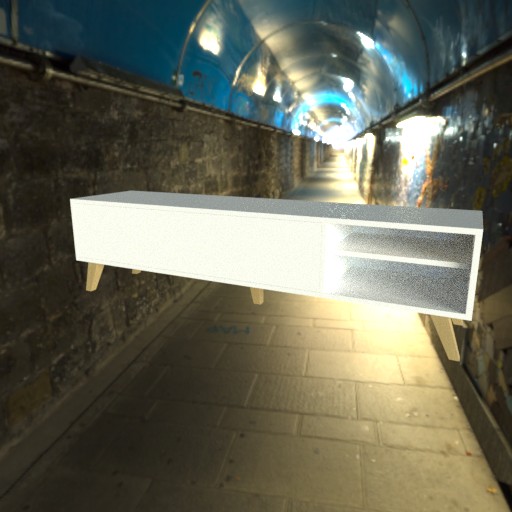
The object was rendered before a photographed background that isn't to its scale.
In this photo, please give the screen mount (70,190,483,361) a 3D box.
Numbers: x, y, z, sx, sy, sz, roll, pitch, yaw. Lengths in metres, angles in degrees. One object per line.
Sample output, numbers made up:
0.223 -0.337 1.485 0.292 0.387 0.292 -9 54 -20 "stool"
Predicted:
0.000 0.000 1.848 1.644 0.432 0.399 7 16 25 "screen mount"
